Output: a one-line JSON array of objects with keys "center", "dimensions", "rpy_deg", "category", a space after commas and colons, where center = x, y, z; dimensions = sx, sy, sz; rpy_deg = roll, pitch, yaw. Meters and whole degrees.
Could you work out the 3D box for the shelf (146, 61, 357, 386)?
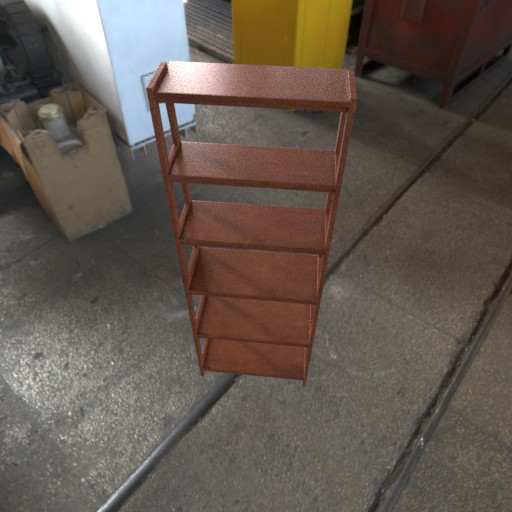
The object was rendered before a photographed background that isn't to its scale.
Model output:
[{"center": [0.000, 0.000, 2.191], "dimensions": [0.660, 1.892, 0.382], "rpy_deg": [4, 48, 4], "category": "shelf"}]
